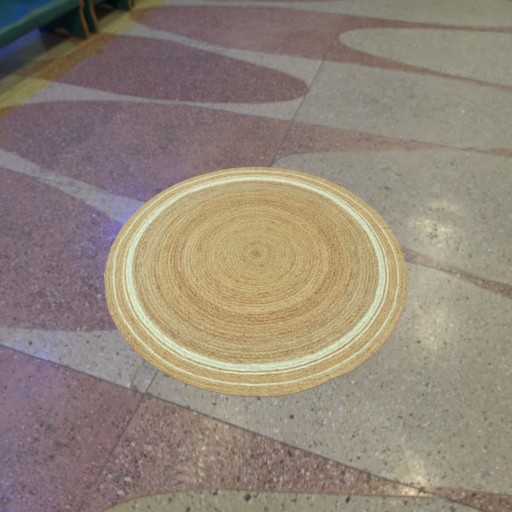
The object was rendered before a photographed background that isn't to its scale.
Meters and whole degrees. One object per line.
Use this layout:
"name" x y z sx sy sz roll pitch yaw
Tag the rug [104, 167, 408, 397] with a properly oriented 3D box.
"rug" 0.000 0.000 3.667 2.444 0.015 2.444 0 47 0
